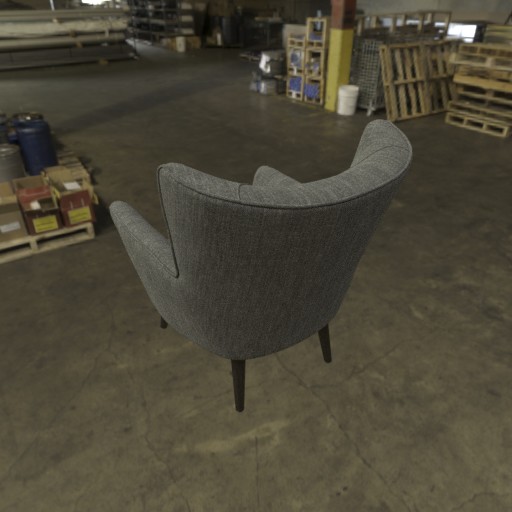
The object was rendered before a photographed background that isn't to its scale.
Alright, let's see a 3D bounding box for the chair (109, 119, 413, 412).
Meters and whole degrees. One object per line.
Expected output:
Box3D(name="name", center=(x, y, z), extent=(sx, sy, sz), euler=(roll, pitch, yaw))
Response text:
Box3D(name="chair", center=(0.000, 0.000, 1.587), extent=(0.781, 0.933, 0.888), euler=(-20, 36, -29))
